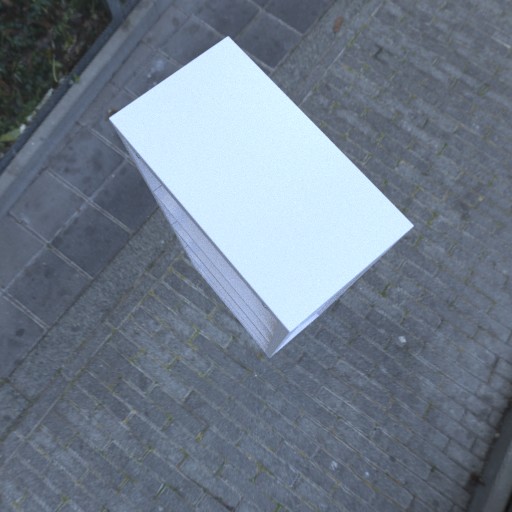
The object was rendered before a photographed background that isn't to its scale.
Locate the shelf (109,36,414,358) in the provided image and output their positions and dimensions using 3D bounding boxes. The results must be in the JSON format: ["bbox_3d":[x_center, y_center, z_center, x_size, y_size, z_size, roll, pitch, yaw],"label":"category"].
[{"bbox_3d":[0.000,0.000,1.626,0.340,1.411,0.611,-39,78,-10],"label":"shelf"}]
